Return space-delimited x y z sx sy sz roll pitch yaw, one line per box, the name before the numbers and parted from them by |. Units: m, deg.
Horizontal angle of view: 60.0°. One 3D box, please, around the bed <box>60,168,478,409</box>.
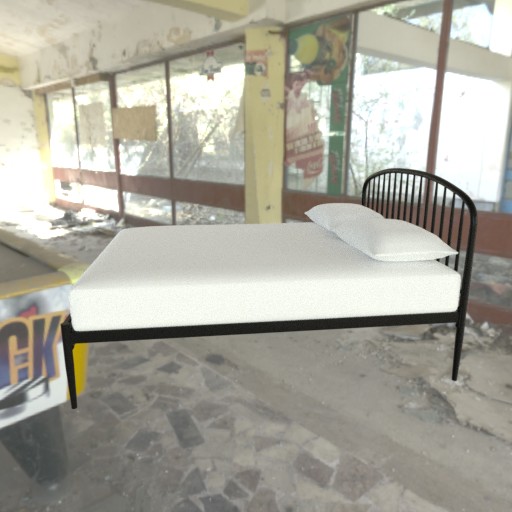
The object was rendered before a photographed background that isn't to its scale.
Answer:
bed | 0.000 0.000 3.056 2.159 1.166 1.618 -2 14 -7
